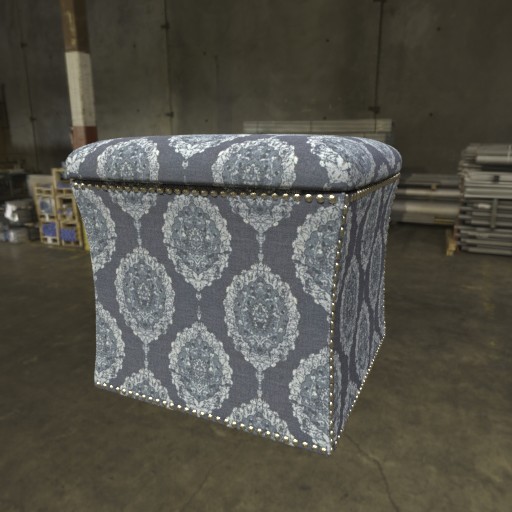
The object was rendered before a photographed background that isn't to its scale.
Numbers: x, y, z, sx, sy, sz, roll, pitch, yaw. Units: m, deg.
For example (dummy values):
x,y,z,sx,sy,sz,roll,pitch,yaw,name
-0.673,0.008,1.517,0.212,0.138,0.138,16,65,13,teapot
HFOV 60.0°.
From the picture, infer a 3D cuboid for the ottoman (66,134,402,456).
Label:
x,y,z,sx,sy,sz,roll,pitch,yaw,name
0.000,0.000,0.896,0.497,0.475,0.507,7,16,24,ottoman
